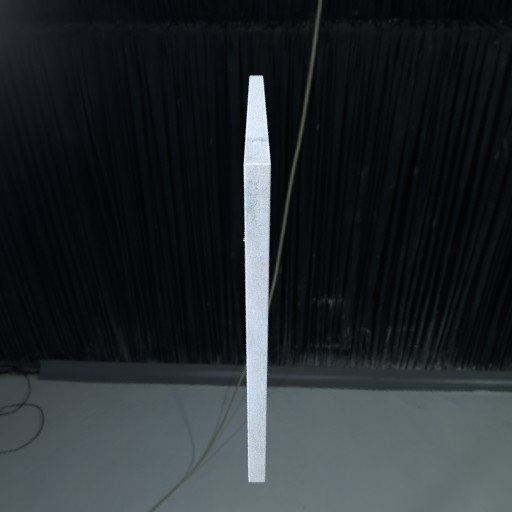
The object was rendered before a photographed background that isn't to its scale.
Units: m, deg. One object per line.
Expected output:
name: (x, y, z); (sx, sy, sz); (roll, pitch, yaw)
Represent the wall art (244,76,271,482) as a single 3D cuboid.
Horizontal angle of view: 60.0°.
wall art: (0.000, 0.000, 1.153); (0.041, 0.762, 0.762); (0, 31, 0)
